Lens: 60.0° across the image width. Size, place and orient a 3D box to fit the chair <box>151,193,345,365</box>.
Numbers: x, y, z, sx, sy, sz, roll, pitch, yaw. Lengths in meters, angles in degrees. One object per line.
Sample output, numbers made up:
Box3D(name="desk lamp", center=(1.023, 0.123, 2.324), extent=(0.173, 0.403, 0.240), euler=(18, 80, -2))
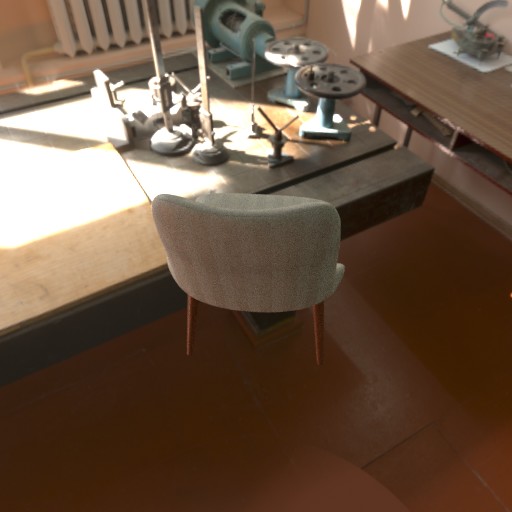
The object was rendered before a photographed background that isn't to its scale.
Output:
Box3D(name="chair", center=(0.000, 0.000, 1.328), extent=(0.526, 0.917, 0.684), euler=(3, 46, 3))
